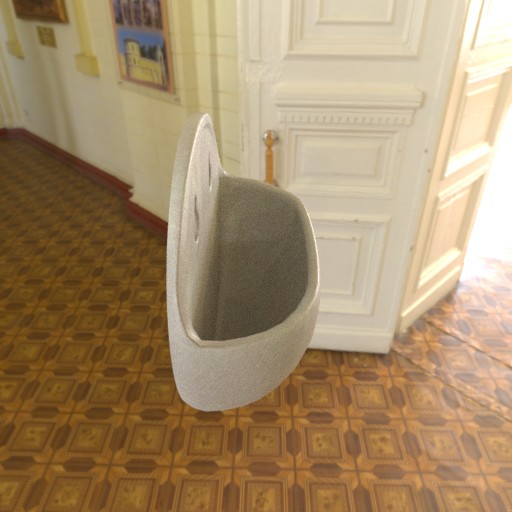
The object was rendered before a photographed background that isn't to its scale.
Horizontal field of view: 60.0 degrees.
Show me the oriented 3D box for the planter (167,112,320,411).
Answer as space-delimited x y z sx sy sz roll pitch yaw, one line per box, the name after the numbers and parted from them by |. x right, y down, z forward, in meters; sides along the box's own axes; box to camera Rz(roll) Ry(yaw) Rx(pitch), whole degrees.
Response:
0.000 0.000 0.270 0.073 0.164 0.190 1 33 1 | planter
